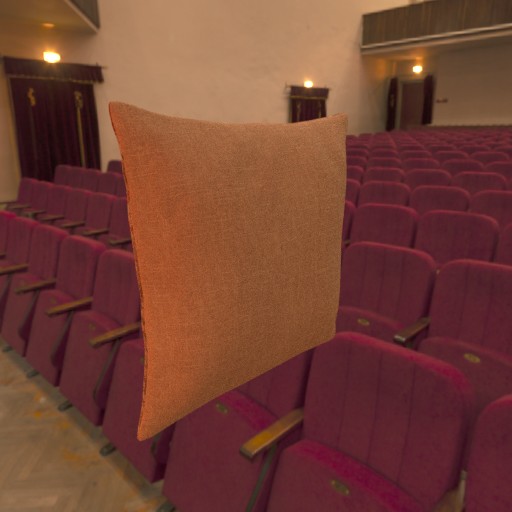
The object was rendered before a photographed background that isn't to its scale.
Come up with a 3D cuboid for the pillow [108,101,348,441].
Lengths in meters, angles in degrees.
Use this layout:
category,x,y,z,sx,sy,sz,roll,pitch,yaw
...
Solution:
category,x,y,z,sx,sy,sz,roll,pitch,yaw
pillow,0.000,0.000,0.798,0.523,0.506,0.166,-15,22,-43
